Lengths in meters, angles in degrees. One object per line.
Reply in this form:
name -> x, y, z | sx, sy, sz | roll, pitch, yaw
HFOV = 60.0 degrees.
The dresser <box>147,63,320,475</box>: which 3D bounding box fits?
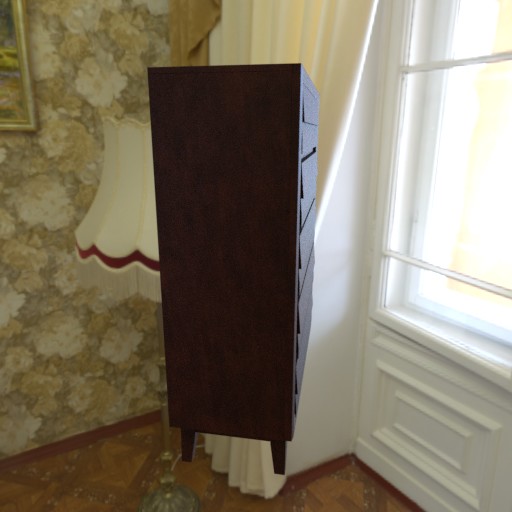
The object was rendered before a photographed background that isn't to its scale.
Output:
dresser -> 0.000, 0.000, 2.074 | 0.506, 1.514, 1.072 | 3, 16, 10
